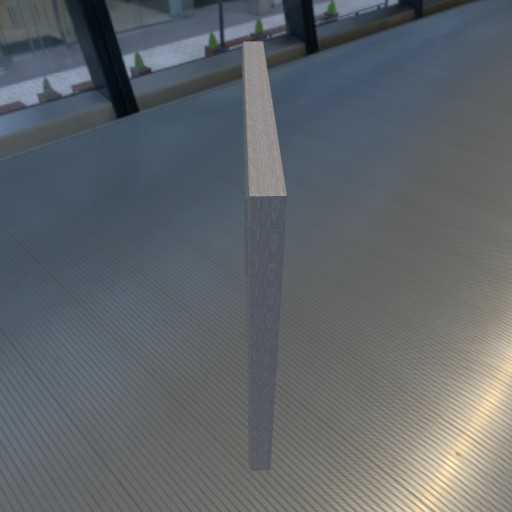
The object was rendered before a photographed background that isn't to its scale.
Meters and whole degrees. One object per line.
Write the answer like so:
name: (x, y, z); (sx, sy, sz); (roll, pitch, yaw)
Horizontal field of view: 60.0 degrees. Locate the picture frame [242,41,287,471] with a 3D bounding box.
picture frame: (0.000, 0.000, 0.516); (0.027, 0.378, 0.327); (-1, 41, -1)
